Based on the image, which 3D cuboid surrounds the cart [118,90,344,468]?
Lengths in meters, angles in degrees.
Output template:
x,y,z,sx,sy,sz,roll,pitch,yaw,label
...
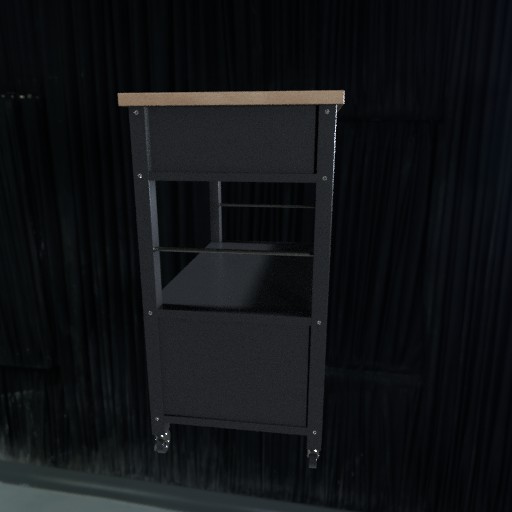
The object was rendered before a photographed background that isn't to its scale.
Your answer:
x,y,z,sx,sy,sz,roll,pitch,yaw,label
0.000,0.000,1.397,0.459,0.901,0.840,2,15,8,cart
